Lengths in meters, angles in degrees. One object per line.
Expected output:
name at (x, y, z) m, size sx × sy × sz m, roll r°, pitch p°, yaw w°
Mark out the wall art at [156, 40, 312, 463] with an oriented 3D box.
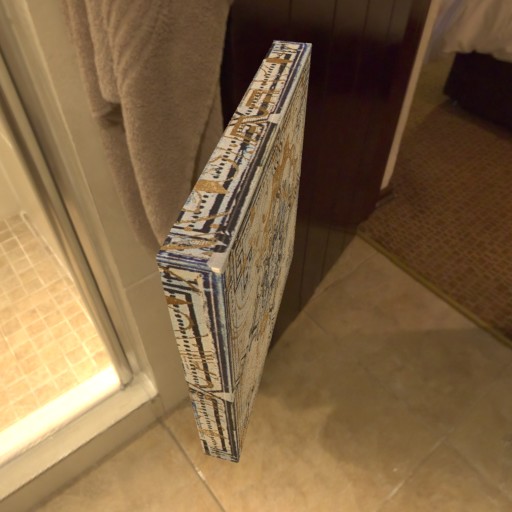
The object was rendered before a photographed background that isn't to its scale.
wall art at (0.000, 0.000, 0.449) m, size 0.038 × 0.306 × 0.302 m, roll 10°, pitch 48°, yaw 9°
